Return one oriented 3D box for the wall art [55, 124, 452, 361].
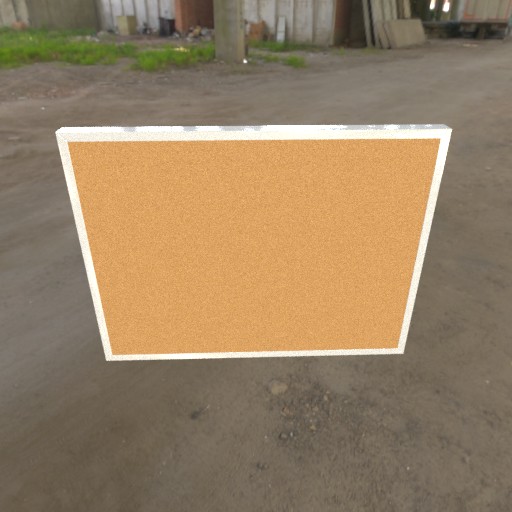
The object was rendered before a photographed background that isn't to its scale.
[{"bbox_3d":[0.000,0.000,1.380,1.041,0.787,0.053,-1,30,-2],"label":"wall art"}]
